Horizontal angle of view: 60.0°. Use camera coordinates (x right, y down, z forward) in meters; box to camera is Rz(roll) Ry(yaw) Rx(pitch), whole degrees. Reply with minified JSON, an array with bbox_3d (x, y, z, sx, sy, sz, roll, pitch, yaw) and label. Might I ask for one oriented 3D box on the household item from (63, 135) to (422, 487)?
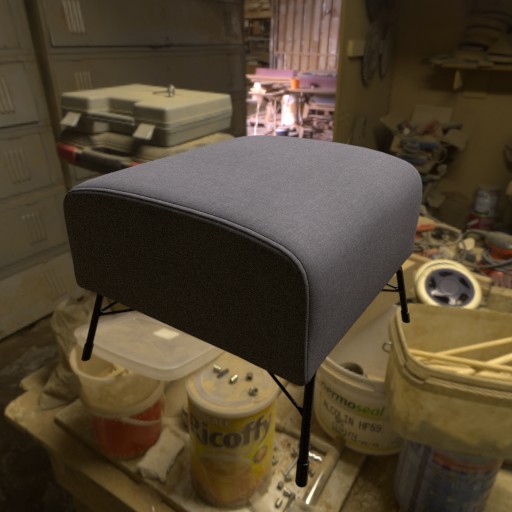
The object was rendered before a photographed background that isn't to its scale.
[{"bbox_3d":[0.000,0.000,0.896,0.530,0.410,0.530,17,31,30],"label":"household item"}]
